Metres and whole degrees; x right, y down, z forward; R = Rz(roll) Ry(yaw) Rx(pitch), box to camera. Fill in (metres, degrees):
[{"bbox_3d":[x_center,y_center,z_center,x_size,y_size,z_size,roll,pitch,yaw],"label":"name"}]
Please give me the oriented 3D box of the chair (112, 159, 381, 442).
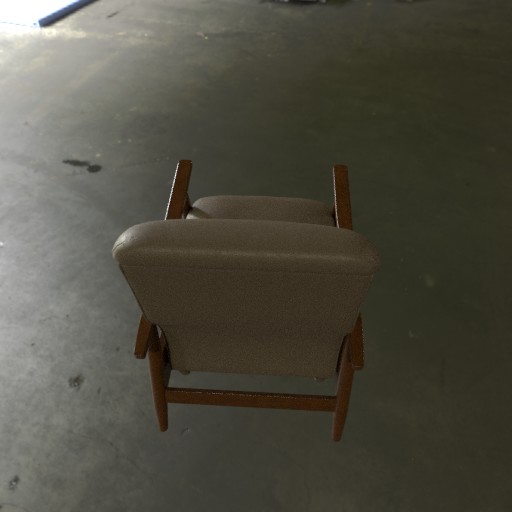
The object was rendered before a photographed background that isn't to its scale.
[{"bbox_3d":[0.000,0.000,1.727,0.762,1.082,1.014,2,46,2],"label":"chair"}]
